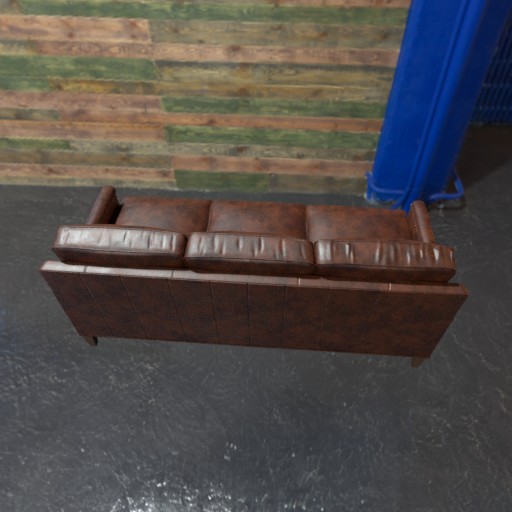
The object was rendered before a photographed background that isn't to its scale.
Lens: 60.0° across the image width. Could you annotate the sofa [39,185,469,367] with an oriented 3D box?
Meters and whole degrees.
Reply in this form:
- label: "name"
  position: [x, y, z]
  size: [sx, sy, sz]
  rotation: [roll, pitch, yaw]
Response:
- label: "sofa"
  position: [0.000, 0.000, 2.824]
  size: [2.240, 1.003, 1.084]
  rotation: [3, 46, 3]
